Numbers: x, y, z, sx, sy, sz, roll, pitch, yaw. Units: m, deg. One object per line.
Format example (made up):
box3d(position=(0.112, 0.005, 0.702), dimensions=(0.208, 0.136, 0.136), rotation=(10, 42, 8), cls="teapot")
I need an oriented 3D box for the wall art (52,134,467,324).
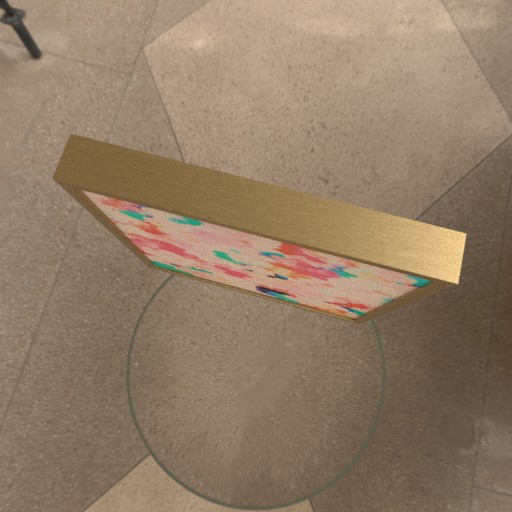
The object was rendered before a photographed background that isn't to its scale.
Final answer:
box3d(position=(0.000, 0.000, 0.472), dimensions=(0.304, 0.305, 0.038), rotation=(15, 76, 4), cls="wall art")
